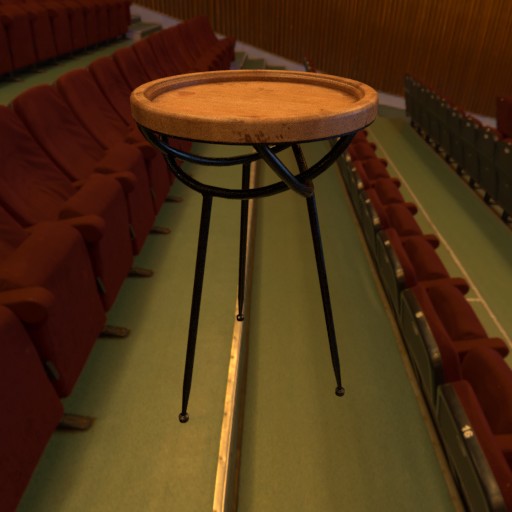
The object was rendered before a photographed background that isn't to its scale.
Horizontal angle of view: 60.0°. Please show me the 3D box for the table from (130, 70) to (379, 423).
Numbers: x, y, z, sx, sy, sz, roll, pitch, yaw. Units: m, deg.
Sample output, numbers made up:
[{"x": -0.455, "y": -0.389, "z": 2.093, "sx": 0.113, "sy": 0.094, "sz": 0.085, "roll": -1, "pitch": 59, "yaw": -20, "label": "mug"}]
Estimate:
[{"x": 0.000, "y": 0.000, "z": 0.922, "sx": 0.414, "sy": 0.664, "sz": 0.418, "roll": 1, "pitch": 31, "yaw": 1, "label": "table"}]
